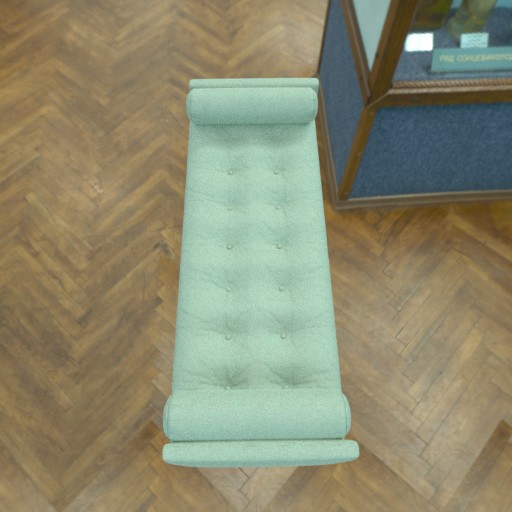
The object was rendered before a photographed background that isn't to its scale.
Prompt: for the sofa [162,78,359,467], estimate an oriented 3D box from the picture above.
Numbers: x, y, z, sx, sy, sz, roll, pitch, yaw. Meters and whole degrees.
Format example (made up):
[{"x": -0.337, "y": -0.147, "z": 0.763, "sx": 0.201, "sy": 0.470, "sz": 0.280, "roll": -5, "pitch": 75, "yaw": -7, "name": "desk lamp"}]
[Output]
[{"x": 0.000, "y": 0.000, "z": 2.446, "sx": 0.796, "sy": 0.705, "sz": 2.102, "roll": -1, "pitch": 63, "yaw": 0, "name": "sofa"}]
